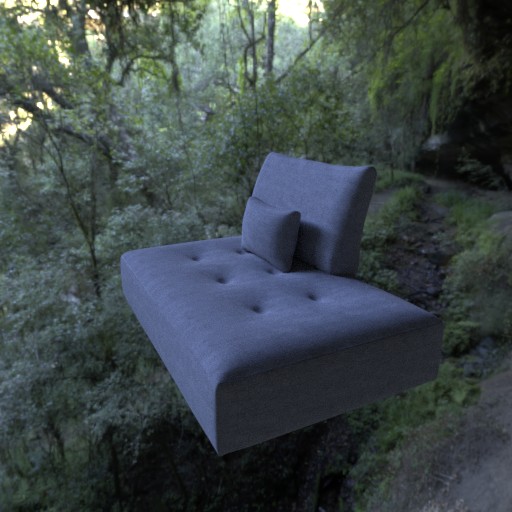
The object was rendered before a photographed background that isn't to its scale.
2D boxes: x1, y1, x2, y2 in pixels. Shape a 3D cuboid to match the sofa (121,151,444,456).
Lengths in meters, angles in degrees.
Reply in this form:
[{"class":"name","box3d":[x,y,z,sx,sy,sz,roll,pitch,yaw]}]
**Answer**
[{"class":"sofa","box3d":[0.000,0.000,2.044,1.002,0.820,1.450,-9,20,-26]}]
